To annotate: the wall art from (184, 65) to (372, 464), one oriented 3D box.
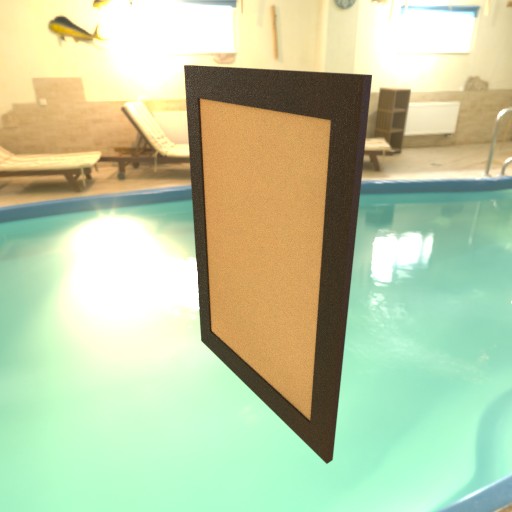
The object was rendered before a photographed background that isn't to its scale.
[{"bbox_3d":[0.000,0.000,0.652,0.013,0.508,0.359,-17,30,-32],"label":"wall art"}]
